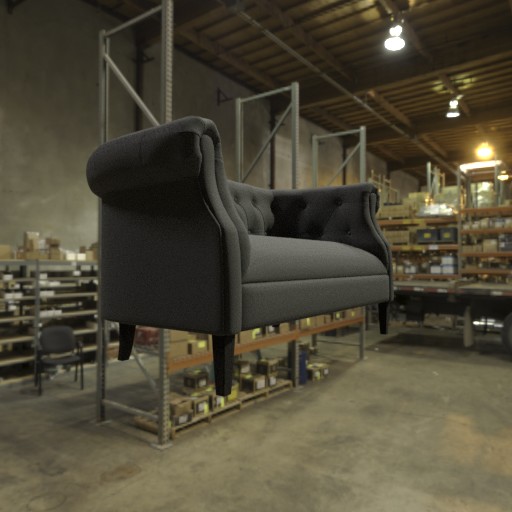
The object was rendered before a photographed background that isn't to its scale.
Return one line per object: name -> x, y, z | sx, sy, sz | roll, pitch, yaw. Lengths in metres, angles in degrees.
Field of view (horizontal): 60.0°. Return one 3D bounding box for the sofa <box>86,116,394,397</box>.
sofa -> 0.000, 0.000, 2.048 | 0.835, 0.827, 1.558 | -1, -1, 36
